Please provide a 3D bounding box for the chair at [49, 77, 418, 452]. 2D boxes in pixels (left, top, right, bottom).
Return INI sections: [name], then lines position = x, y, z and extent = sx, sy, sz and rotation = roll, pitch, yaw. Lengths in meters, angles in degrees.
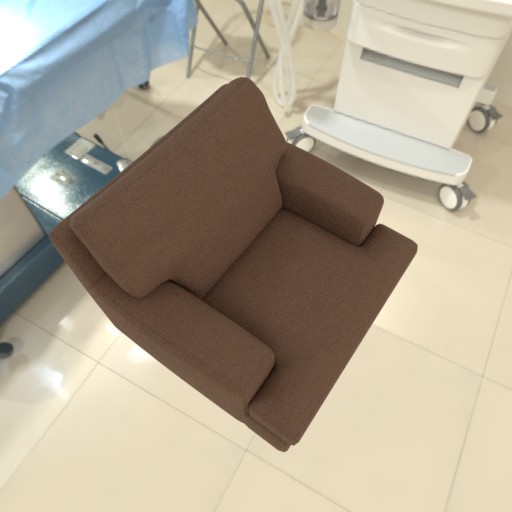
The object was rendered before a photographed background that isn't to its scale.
[chair]
position = 0.000, 0.000, 1.973
extent = 1.143, 0.940, 1.168
rotation = 31, 63, 18
